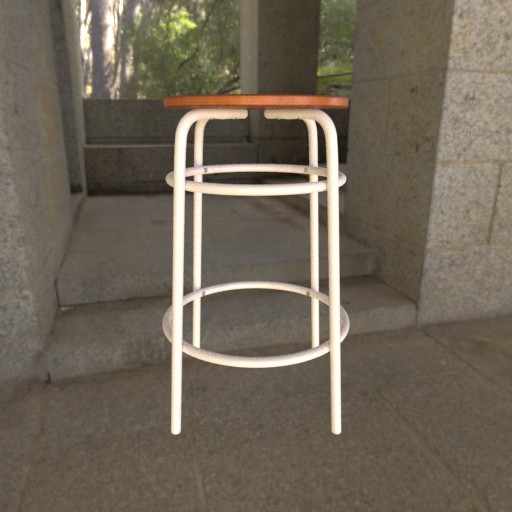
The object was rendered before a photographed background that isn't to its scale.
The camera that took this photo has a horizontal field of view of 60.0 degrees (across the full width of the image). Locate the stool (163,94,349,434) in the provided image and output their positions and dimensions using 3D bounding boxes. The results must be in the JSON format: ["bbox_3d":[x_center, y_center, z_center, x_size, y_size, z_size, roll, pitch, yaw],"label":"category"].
[{"bbox_3d":[0.000,0.000,0.909,0.455,0.610,0.455,17,24,42],"label":"stool"}]
